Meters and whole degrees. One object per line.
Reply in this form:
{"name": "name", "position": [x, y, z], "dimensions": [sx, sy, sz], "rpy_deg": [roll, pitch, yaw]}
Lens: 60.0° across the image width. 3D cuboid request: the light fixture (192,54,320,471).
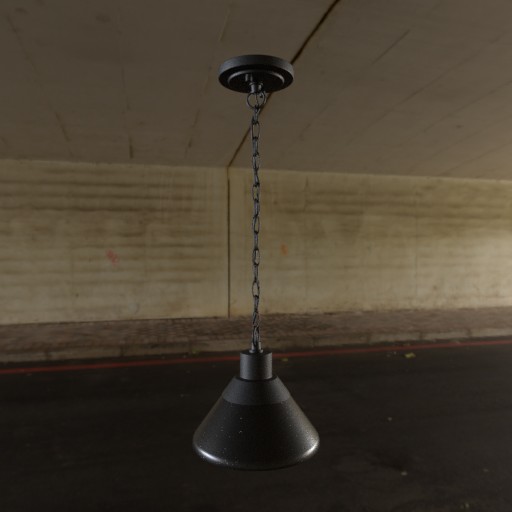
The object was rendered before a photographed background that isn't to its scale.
{"name": "light fixture", "position": [0.000, 0.000, 0.706], "dimensions": [0.201, 0.588, 0.201], "rpy_deg": [0, 0, 18]}
